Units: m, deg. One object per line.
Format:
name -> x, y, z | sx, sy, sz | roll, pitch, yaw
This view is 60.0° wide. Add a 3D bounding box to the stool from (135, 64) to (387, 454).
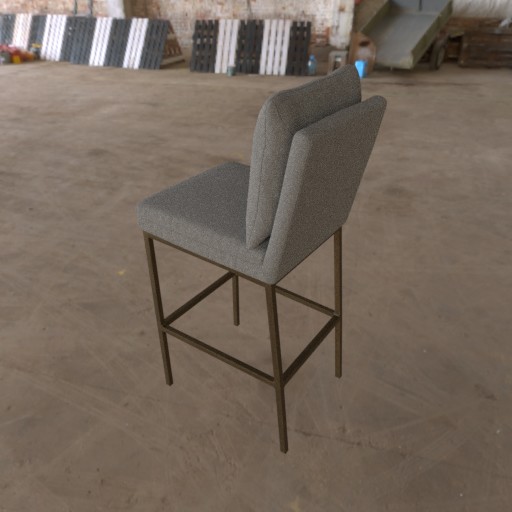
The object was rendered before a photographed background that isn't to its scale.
stool -> 0.000, 0.000, 1.434 | 0.569, 1.132, 0.463 | 21, 37, 29
